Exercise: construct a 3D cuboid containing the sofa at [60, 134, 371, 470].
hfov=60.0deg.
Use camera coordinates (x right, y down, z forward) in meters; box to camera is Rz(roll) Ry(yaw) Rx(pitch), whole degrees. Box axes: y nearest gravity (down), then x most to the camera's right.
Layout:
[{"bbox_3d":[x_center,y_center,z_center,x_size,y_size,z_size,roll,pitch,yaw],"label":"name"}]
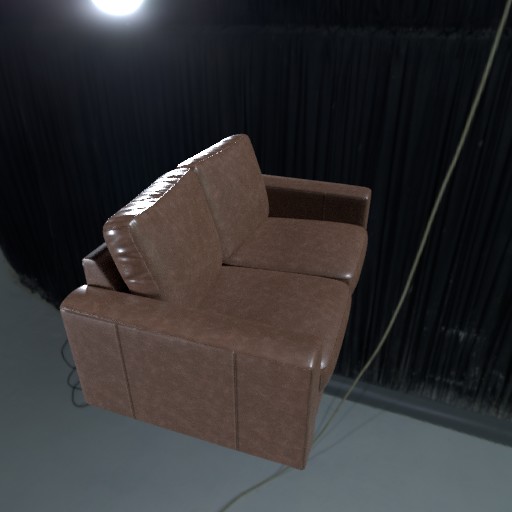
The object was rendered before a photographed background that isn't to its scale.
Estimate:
[{"bbox_3d":[0.000,0.000,2.234,1.016,0.873,1.616,10,32,16],"label":"sofa"}]
